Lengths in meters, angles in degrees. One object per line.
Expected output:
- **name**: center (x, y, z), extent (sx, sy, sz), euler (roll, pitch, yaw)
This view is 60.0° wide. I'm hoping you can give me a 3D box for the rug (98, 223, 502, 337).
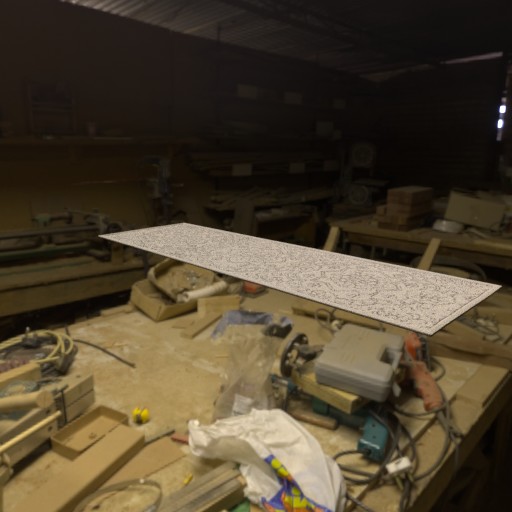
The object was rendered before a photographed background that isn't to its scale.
- **rug**: center (0.000, 0.000, 2.614), extent (2.448, 0.012, 0.769), euler (13, 19, 43)
